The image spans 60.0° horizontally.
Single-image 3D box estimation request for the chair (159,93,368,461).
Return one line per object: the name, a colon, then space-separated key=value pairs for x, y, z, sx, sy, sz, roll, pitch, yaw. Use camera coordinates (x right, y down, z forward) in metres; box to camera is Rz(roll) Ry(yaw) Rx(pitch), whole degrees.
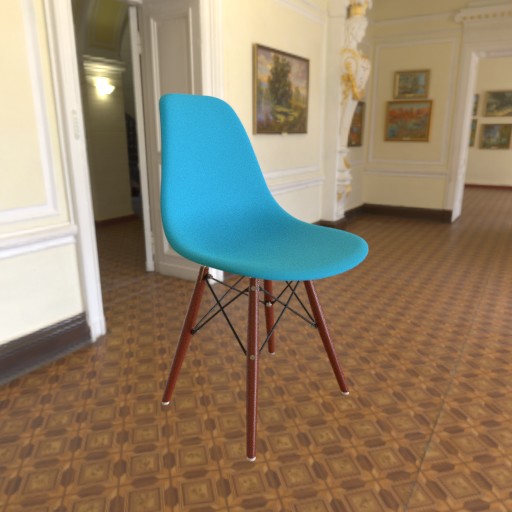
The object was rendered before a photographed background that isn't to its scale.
chair: x=0.000 y=0.000 z=1.159 sx=0.533 sy=0.826 sz=0.470 roll=15 pitch=21 yaw=43
